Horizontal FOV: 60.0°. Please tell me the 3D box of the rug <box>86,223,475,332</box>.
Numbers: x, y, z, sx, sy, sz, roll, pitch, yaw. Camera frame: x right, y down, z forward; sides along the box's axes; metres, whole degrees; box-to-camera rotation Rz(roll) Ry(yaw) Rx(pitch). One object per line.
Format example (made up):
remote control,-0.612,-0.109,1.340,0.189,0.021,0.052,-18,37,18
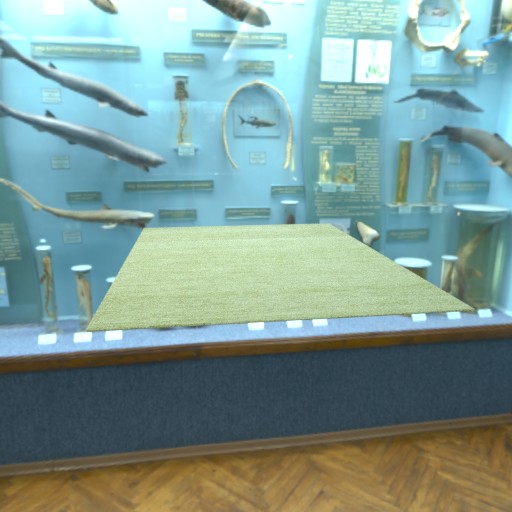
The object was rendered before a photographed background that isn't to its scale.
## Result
rug,0.000,0.000,4.244,2.425,0.016,3.198,-2,14,-8
